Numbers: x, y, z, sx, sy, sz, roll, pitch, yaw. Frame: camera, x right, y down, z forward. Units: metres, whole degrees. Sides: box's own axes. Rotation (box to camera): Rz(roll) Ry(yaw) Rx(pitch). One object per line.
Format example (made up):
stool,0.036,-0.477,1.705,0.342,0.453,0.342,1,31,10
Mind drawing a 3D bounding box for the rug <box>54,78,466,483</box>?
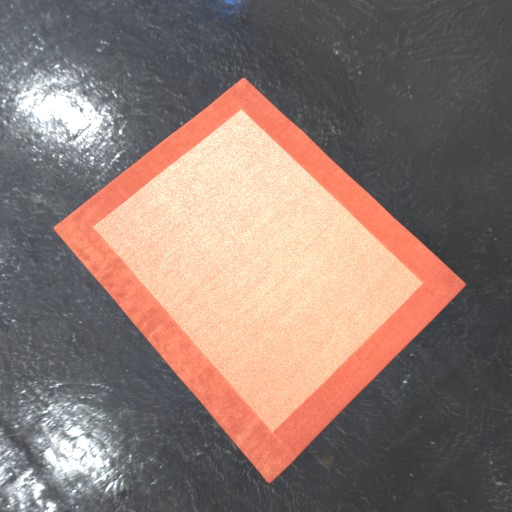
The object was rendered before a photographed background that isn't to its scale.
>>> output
rug,0.000,0.000,4.064,2.430,0.018,2.976,-42,79,-10
